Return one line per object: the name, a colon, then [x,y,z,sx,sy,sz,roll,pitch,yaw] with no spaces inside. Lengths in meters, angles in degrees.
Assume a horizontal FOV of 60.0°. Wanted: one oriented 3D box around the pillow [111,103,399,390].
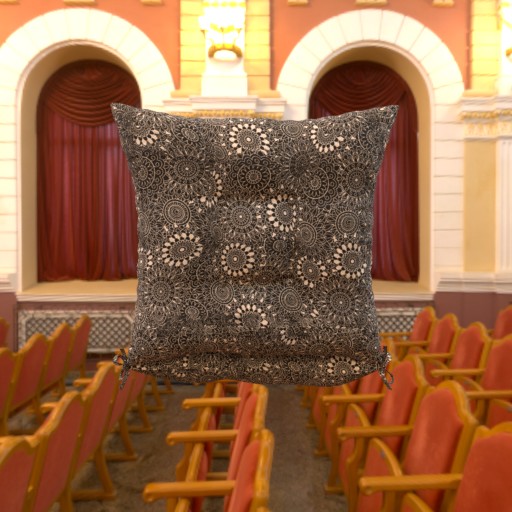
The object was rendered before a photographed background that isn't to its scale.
pillow: [0.000,0.000,1.017,0.541,0.536,0.585,0,1,0]
